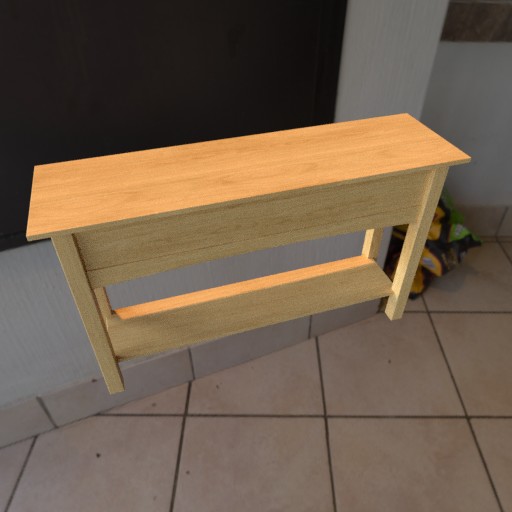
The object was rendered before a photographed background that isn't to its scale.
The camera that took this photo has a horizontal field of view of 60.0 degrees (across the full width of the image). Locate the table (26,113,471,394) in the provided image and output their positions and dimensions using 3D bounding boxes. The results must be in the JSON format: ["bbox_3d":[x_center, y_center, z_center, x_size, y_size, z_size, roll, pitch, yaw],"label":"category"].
[{"bbox_3d":[0.000,0.000,1.541,1.240,0.730,0.350,-12,42,-13],"label":"table"}]
